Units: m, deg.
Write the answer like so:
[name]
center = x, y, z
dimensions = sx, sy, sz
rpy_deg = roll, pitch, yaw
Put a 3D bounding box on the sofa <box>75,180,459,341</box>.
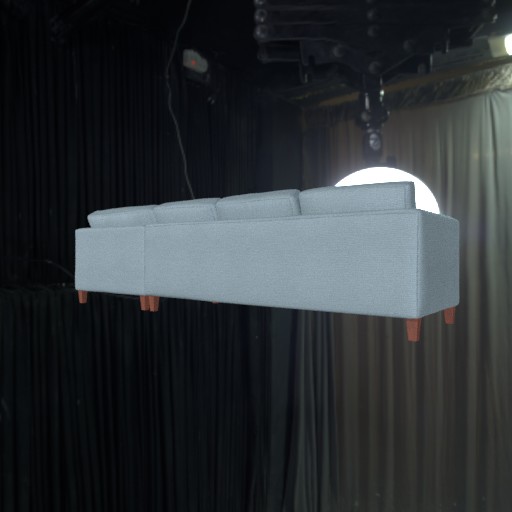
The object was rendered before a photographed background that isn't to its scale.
[sofa]
center = 0.000, 0.000, 4.085
dimensions = 3.471, 0.950, 1.604
rpy_deg = 0, 0, 37
